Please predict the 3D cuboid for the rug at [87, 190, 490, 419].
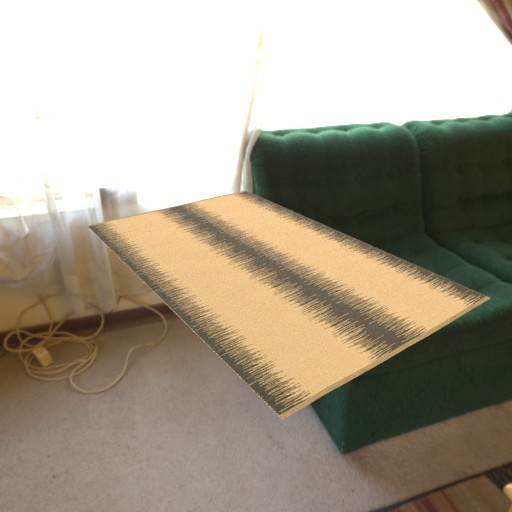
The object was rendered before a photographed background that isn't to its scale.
[{"bbox_3d":[0.000,0.000,3.002,1.519,0.003,2.453,-18,31,-32],"label":"rug"}]
